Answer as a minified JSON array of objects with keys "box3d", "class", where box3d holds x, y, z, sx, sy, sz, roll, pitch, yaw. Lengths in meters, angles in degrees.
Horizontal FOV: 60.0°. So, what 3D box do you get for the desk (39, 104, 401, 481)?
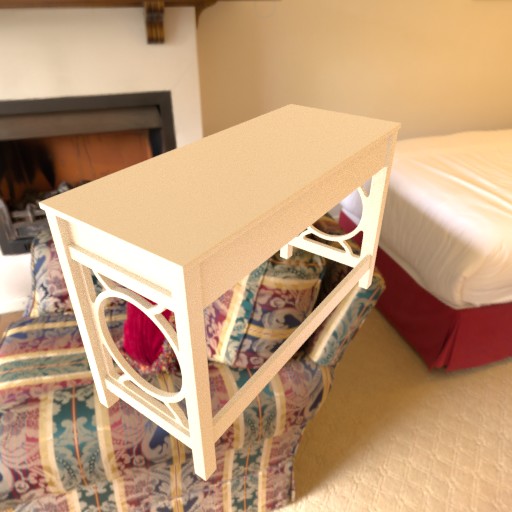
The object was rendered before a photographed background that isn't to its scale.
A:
[{"box3d":[0.000,0.000,1.601,0.504,0.762,1.191,21,38,29],"class":"desk"}]
